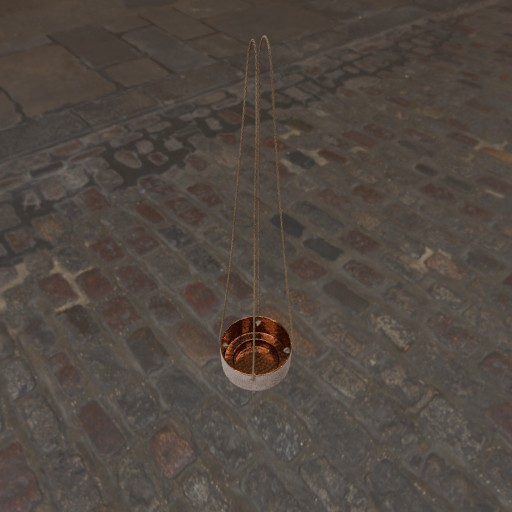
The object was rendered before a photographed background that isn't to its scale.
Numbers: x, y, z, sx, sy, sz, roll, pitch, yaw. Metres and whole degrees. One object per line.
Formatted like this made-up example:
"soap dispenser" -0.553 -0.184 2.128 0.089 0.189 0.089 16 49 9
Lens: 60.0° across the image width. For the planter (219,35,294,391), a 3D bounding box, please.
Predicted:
"planter" 0.000 0.000 1.103 0.223 1.030 0.223 -31 53 -27
